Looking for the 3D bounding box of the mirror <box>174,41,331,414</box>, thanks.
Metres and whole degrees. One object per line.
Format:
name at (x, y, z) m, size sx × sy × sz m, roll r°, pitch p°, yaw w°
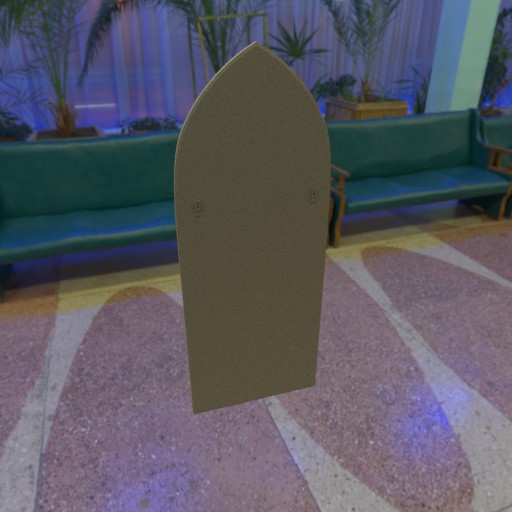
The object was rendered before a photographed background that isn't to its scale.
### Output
mirror at (0.000, 0.000, 1.348) m, size 0.464 × 1.175 × 0.025 m, roll -8°, pitch 29°, yaw -15°
